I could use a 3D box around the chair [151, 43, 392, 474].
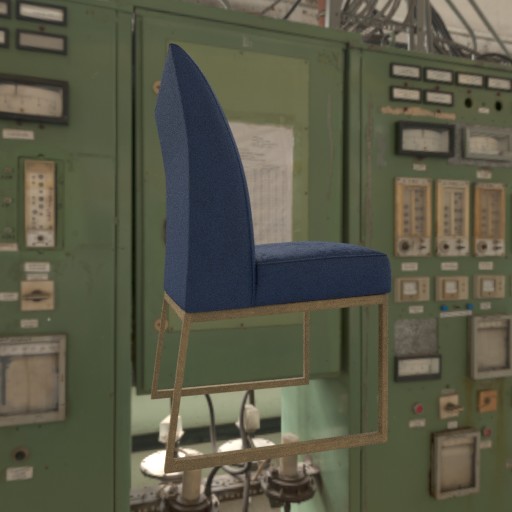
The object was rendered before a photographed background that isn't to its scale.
[{"bbox_3d":[0.000,0.000,1.180,0.522,0.863,0.508,0,1,-17],"label":"chair"}]
